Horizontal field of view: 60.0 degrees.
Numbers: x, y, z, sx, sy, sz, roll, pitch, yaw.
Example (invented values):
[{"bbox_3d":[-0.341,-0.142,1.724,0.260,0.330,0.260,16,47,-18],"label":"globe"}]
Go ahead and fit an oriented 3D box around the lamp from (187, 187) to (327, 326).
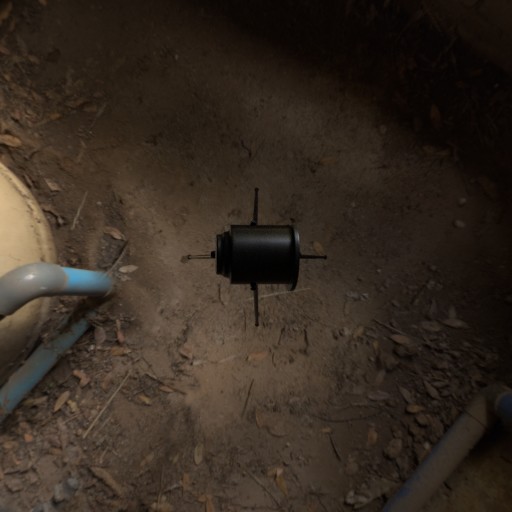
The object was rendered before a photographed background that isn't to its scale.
[{"bbox_3d":[0.000,0.000,2.067,0.884,1.504,0.879,0,89,1],"label":"lamp"}]
